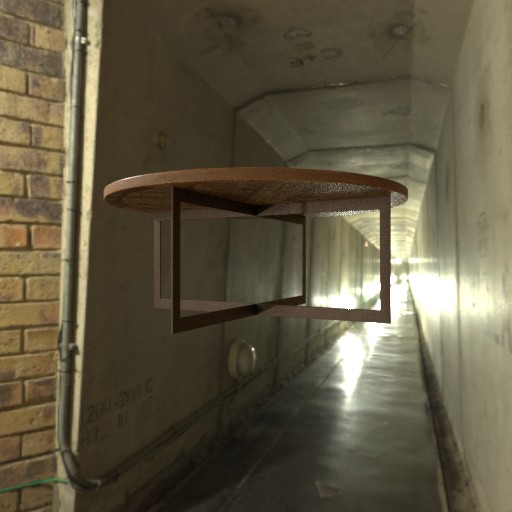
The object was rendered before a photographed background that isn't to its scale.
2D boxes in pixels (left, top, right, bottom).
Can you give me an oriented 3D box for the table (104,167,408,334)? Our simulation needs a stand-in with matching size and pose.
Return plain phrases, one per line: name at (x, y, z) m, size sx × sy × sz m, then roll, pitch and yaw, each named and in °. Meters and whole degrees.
table at (0.000, 0.000, 1.944) m, size 1.264 × 0.516 × 1.264 m, roll 0°, pitch -1°, yaw 0°
